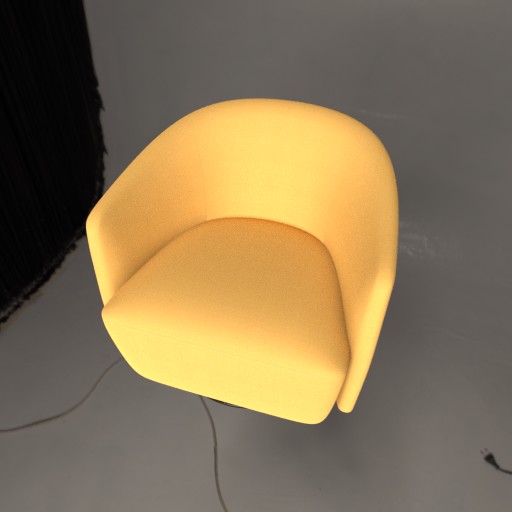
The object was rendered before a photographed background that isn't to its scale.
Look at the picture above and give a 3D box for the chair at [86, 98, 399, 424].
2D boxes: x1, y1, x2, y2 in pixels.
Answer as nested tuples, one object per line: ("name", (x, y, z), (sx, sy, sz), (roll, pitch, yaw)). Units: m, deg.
("chair", (0.000, 0.000, 1.359), (0.773, 0.698, 0.767), (12, 43, 13))
